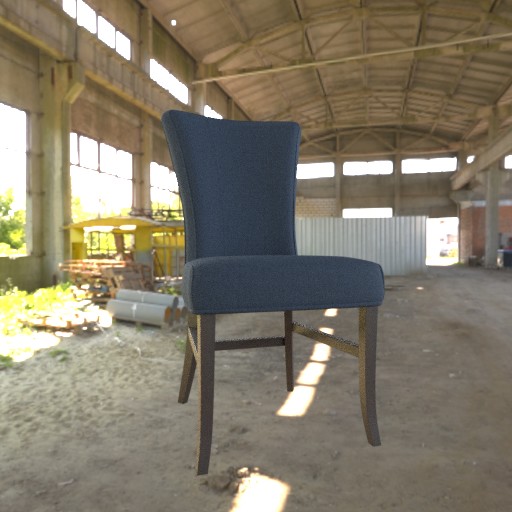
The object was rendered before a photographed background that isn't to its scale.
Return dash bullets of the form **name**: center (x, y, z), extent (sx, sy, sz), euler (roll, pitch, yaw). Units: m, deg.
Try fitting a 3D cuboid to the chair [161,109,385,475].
- **chair**: center (0.000, 0.000, 1.372), extent (0.520, 0.991, 0.660), euler (0, 1, -19)
